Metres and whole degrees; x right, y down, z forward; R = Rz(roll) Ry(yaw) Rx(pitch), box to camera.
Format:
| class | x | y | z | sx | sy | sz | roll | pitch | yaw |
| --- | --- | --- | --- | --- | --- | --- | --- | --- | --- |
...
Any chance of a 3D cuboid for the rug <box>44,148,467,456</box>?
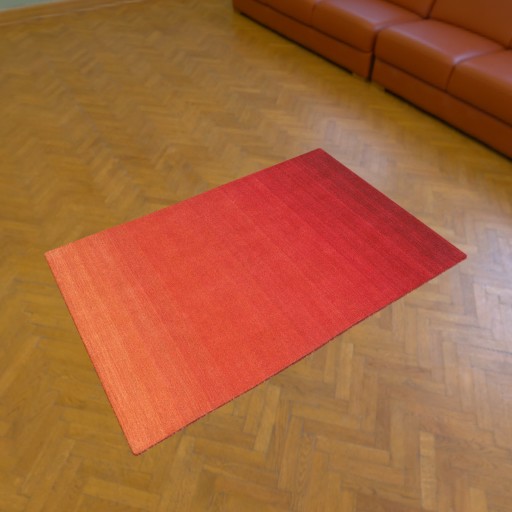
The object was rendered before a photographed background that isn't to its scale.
| class | x | y | z | sx | sy | sz | roll | pitch | yaw |
| --- | --- | --- | --- | --- | --- | --- | --- | --- | --- |
| rug | 0.000 | 0.000 | 2.294 | 1.835 | 0.018 | 1.230 | -25 | 51 | -22 |
